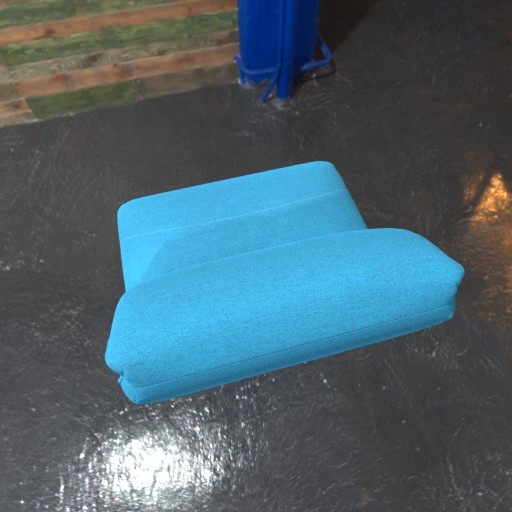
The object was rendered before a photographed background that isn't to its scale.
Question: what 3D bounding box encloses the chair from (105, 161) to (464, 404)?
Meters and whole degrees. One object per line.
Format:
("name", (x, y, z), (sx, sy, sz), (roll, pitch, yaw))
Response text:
("chair", (0.000, 0.000, 1.325), (0.820, 0.580, 0.780), (-13, 59, -8))
